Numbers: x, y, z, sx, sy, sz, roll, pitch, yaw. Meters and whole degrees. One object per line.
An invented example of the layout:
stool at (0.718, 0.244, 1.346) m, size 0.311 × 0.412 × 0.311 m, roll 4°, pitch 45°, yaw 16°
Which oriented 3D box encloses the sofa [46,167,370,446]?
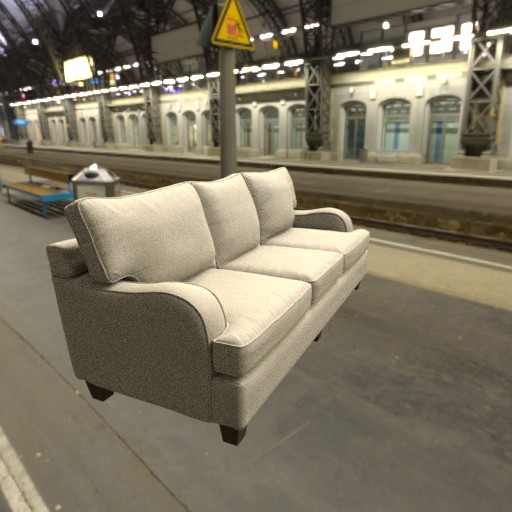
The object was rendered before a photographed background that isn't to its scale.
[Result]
sofa at (0.000, 0.000, 2.841) m, size 1.016 × 0.991 × 2.323 m, roll 7°, pitch 17°, yaw 25°
